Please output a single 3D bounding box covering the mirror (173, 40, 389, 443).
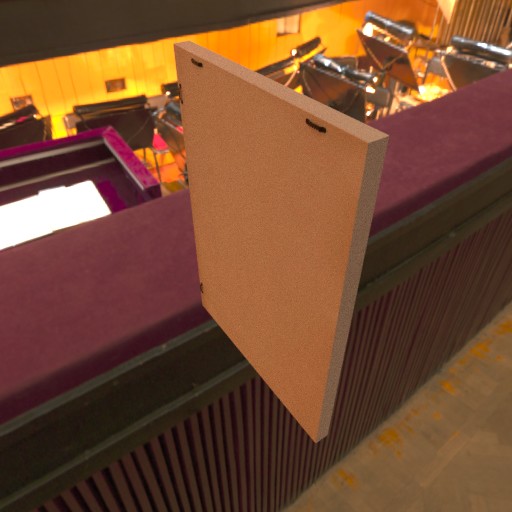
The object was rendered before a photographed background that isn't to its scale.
[{"bbox_3d":[0.000,0.000,0.910,0.040,0.710,0.507,-24,46,-26],"label":"mirror"}]
